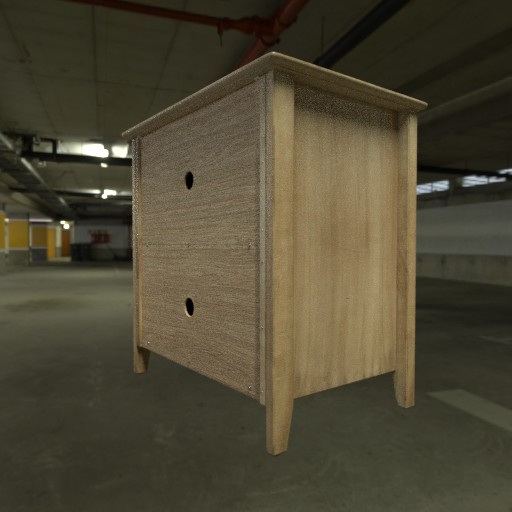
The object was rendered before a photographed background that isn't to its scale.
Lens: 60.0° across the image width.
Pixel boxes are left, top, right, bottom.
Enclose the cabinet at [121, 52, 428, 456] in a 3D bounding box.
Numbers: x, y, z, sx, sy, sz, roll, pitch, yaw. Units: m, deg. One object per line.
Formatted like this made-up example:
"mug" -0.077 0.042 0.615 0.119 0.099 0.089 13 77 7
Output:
"cabinet" 0.000 0.000 1.259 0.503 0.762 0.763 -1 2 -37
